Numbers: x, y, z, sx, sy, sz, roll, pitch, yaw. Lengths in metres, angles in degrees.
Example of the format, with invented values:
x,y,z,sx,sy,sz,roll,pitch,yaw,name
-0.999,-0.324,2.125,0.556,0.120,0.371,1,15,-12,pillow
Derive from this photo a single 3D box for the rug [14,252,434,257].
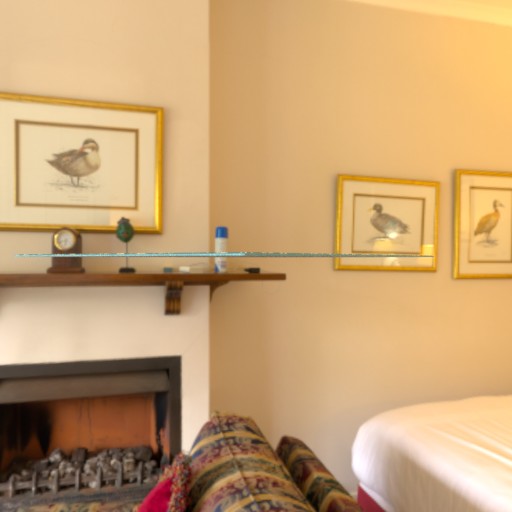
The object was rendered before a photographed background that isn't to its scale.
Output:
x,y,z,sx,sy,sz,roll,pitch,yaw,name
0.000,0.000,2.760,1.554,0.012,2.205,0,0,37,rug
